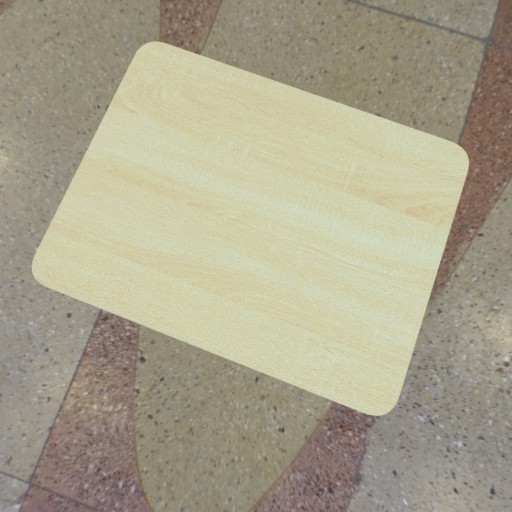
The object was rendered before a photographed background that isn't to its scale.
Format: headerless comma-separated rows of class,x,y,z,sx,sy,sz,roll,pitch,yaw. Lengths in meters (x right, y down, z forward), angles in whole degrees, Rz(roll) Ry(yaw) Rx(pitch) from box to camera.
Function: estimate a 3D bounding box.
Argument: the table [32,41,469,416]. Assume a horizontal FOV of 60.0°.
table,0.000,0.000,0.839,0.480,0.550,0.370,21,79,4
